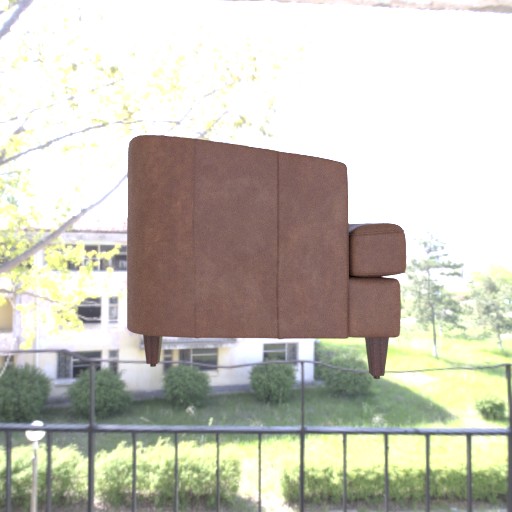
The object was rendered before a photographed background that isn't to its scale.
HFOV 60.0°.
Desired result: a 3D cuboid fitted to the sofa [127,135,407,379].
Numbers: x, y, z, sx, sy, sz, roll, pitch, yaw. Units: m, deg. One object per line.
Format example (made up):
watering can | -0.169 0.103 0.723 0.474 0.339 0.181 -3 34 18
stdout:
sofa | 0.000 0.000 2.189 0.914 0.786 1.755 0 -1 0
